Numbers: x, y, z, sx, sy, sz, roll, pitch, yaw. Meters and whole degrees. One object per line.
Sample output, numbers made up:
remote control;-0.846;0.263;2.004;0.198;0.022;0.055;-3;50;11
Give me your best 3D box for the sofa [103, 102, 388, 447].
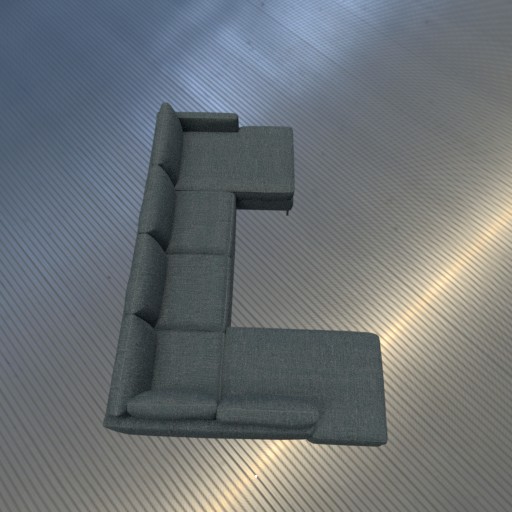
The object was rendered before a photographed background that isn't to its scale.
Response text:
sofa;0.000;0.000;3.555;1.879;0.753;2.737;2;64;1
